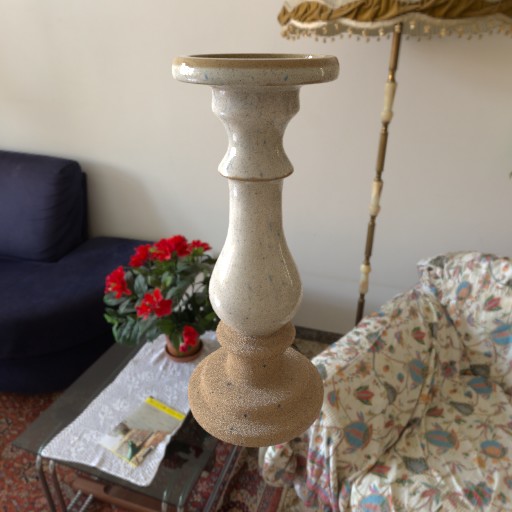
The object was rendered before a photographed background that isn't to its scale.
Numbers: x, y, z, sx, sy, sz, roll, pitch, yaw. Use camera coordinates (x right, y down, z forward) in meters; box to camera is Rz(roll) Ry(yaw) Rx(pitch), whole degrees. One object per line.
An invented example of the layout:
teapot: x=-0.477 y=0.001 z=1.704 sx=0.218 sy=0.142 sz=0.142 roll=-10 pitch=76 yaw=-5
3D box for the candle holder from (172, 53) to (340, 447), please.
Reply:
candle holder: x=0.000 y=0.000 z=0.246 sx=0.088 sy=0.203 sz=0.088 roll=0 pitch=26 yaw=0
